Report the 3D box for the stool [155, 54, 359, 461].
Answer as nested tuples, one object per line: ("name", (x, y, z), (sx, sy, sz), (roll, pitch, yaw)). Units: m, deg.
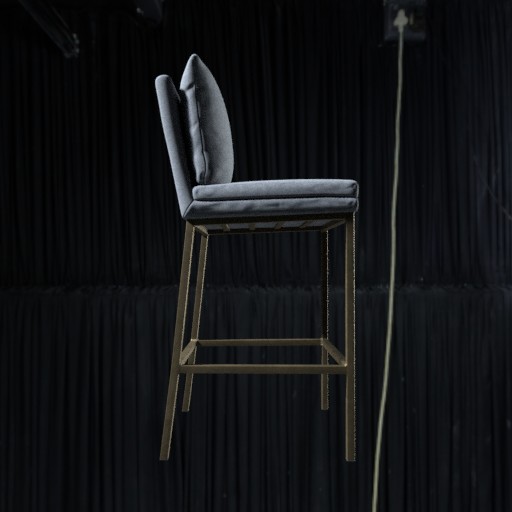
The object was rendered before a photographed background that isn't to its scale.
("stool", (0.000, 0.000, 1.439), (0.569, 1.130, 0.463), (0, -1, -1))
